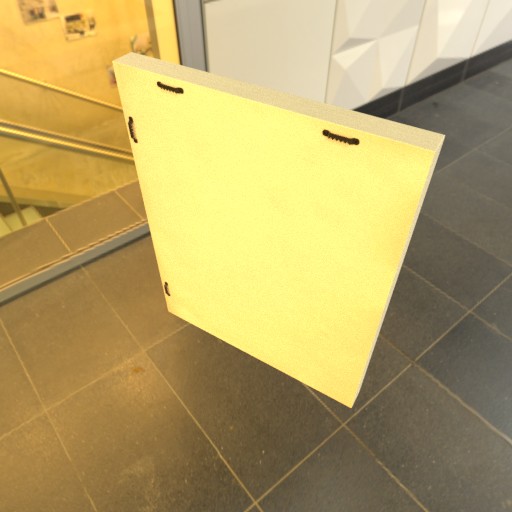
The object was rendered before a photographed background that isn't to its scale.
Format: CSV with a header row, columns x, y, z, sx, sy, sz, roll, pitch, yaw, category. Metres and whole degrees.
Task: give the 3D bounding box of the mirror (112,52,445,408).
x,y,z,sx,sy,sz,roll,pitch,yaw,category
0.000,0.000,0.672,0.406,0.509,0.041,23,50,22,mirror
